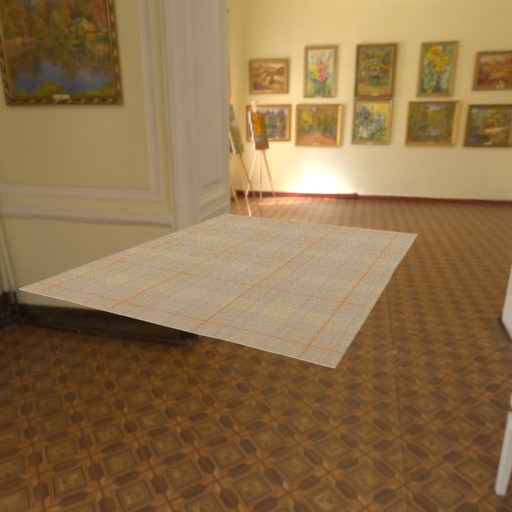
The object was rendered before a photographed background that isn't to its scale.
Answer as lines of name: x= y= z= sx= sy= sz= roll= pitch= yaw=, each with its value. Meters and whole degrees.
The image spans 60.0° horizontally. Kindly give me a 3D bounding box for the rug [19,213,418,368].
rug: x=0.000 y=0.000 z=4.088 sx=2.448 sy=0.021 sz=3.051 roll=9 pitch=19 yaw=25
